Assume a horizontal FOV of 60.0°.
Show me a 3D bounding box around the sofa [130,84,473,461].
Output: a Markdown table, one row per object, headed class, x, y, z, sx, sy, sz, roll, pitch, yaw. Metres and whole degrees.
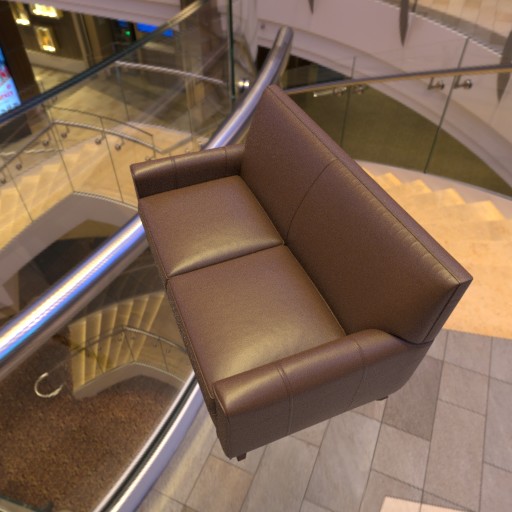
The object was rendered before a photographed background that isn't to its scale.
| class | x | y | z | sx | sy | sz | roll | pitch | yaw |
| --- | --- | --- | --- | --- | --- | --- | --- | --- | --- |
| sofa | 0.000 | 0.000 | 2.019 | 0.853 | 0.859 | 1.468 | -17 | 48 | -16 |
